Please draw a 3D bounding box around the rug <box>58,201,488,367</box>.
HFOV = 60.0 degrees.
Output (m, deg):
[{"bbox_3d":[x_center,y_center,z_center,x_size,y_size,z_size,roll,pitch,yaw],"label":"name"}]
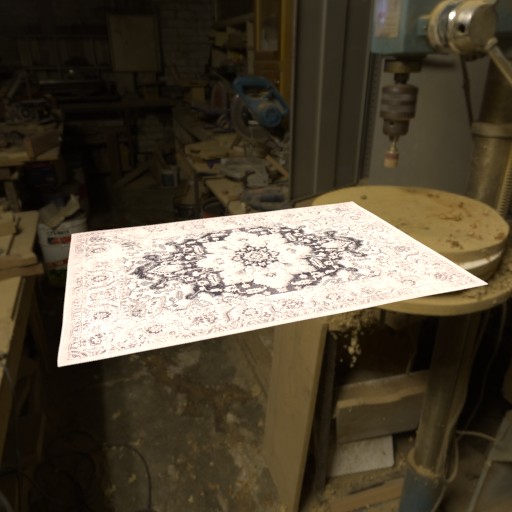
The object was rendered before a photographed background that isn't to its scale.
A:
[{"bbox_3d":[0.000,0.000,2.263,1.813,0.008,1.223,-8,27,-17],"label":"rug"}]
